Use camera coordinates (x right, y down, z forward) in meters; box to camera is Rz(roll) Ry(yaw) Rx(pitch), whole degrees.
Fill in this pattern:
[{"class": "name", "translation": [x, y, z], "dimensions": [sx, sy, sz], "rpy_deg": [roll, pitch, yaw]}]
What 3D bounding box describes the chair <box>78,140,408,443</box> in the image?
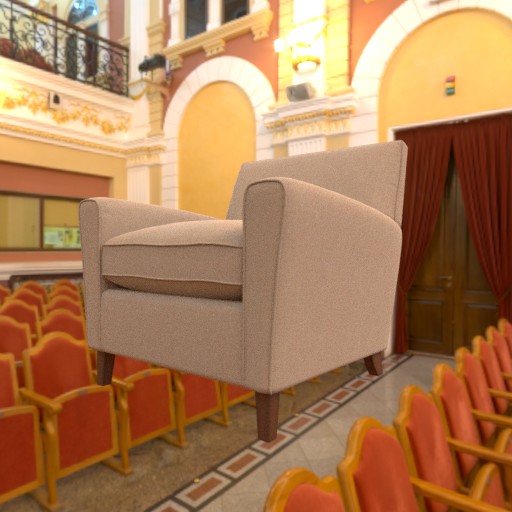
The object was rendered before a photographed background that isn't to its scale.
[{"class": "chair", "translation": [0.000, 0.000, 1.558], "dimensions": [0.840, 0.846, 0.871], "rpy_deg": [1, 2, 38]}]
